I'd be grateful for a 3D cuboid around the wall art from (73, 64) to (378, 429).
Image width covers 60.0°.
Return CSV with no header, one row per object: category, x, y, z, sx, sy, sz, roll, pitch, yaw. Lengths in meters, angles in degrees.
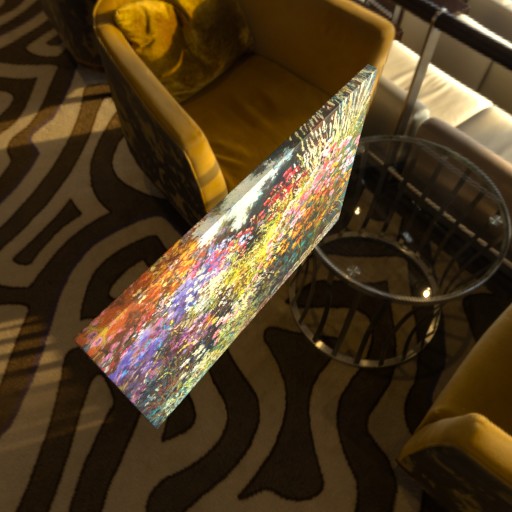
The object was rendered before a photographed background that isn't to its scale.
wall art,0.000,0.000,1.433,0.042,0.760,1.136,34,64,19
